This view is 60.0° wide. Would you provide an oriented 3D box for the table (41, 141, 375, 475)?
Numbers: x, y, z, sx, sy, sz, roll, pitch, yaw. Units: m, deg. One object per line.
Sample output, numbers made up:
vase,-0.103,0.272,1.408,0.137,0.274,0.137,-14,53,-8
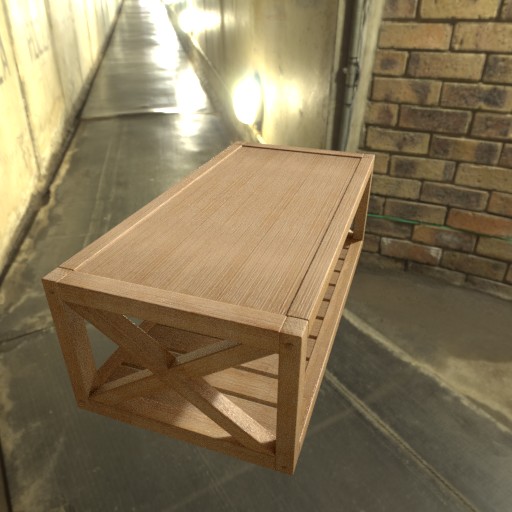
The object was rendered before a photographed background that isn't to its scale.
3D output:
table,0.000,0.000,1.640,0.660,0.457,1.321,10,31,17
